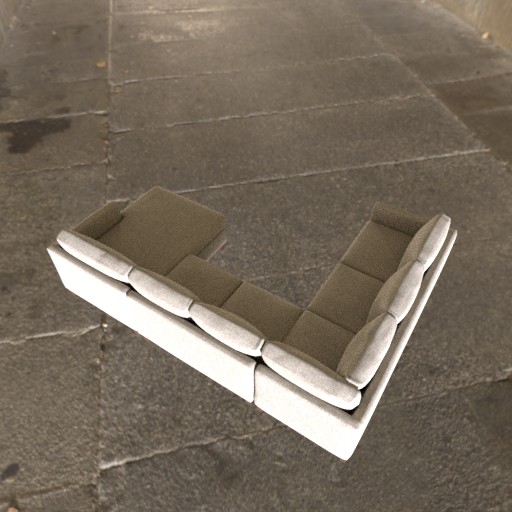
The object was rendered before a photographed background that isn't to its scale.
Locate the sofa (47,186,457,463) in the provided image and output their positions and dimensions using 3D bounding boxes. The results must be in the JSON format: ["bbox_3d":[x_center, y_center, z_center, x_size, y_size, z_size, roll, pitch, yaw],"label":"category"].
[{"bbox_3d":[0.000,0.000,4.751,3.460,0.959,2.593,25,51,22],"label":"sofa"}]
